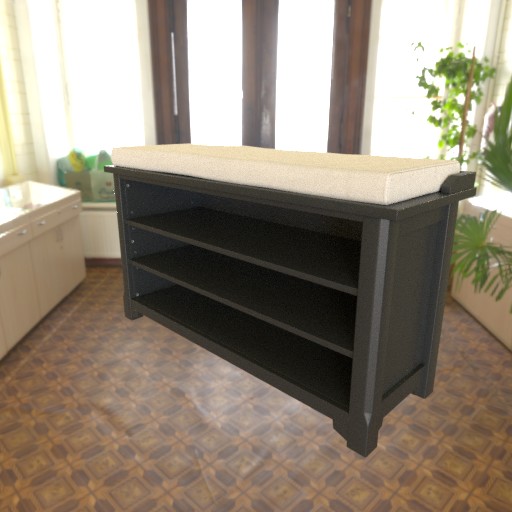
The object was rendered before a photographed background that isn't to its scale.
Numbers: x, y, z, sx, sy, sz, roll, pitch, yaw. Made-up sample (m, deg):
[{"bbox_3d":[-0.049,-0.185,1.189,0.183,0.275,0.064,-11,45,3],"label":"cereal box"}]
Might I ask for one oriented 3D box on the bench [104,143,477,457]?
[{"bbox_3d":[0.000,0.000,1.211,0.973,0.561,0.345,16,24,42],"label":"bench"}]
